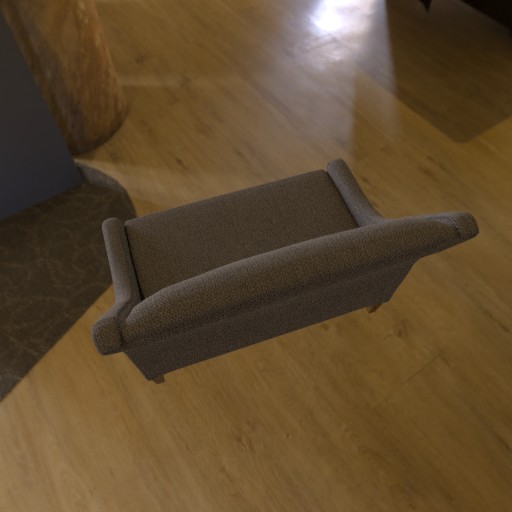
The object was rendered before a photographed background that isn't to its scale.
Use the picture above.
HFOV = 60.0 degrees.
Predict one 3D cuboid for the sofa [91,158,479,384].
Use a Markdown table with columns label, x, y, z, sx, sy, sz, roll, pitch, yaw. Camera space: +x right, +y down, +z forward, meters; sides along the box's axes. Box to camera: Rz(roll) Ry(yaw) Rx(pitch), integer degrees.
| label | x | y | z | sx | sy | sz | roll | pitch | yaw |
| --- | --- | --- | --- | --- | --- | --- | --- | --- | --- |
| sofa | 0.000 | 0.000 | 1.921 | 1.242 | 1.022 | 0.873 | -16 | 60 | -10 |
